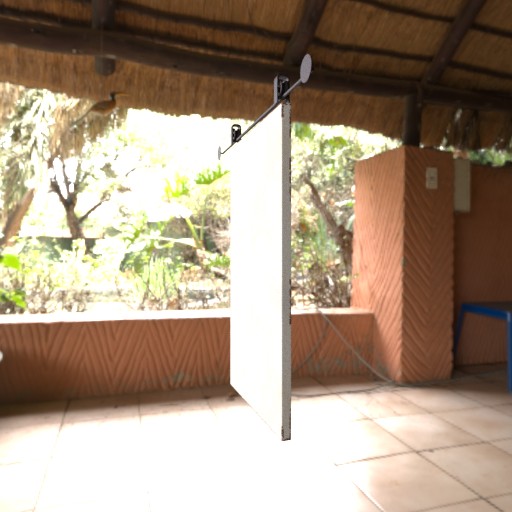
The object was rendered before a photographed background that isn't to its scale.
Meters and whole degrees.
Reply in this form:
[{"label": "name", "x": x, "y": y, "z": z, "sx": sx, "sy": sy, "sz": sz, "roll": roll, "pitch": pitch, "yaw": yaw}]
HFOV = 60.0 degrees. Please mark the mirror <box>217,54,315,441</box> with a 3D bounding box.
[{"label": "mirror", "x": 0.000, "y": 0.000, "z": 1.234, "sx": 0.037, "sy": 0.844, "sz": 0.808, "roll": 0, "pitch": 0, "yaw": -18}]
